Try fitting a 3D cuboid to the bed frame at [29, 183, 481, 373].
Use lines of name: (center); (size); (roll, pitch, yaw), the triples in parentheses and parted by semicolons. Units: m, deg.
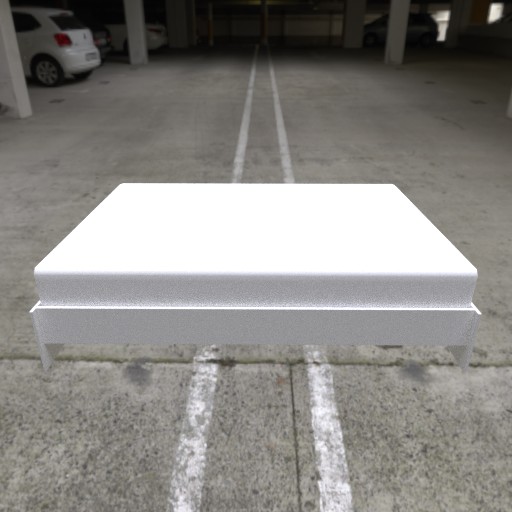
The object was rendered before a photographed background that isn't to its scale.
bed frame: (0.000, 0.000, 2.589); (1.945, 0.497, 1.445); (0, 25, 0)
